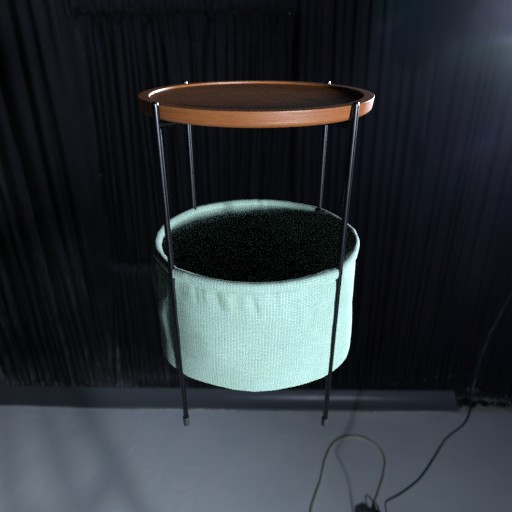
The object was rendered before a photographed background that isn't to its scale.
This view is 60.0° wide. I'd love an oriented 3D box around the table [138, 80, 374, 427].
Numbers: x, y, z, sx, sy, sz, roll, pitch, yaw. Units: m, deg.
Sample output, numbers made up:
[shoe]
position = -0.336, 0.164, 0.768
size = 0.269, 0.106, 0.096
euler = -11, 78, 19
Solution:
[table]
position = 0.000, 0.000, 0.882
size = 0.400, 0.623, 0.400
euler = 0, 27, 0
